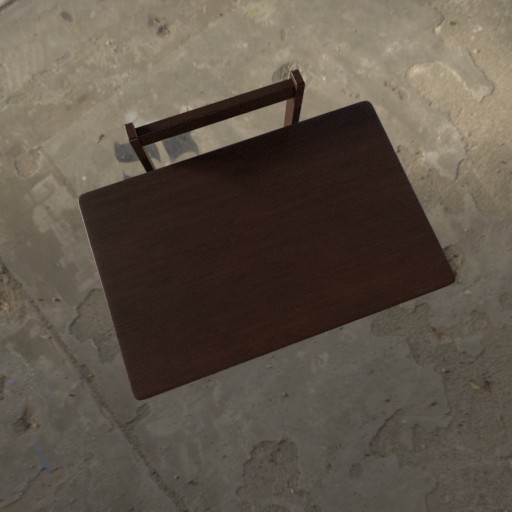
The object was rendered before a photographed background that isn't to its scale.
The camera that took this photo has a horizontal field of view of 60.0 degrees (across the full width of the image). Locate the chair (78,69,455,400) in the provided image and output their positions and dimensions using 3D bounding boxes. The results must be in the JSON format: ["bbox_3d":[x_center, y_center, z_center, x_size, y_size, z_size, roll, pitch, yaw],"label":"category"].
[{"bbox_3d":[0.000,0.000,1.078,0.599,0.673,0.463,-20,77,-5],"label":"chair"}]
